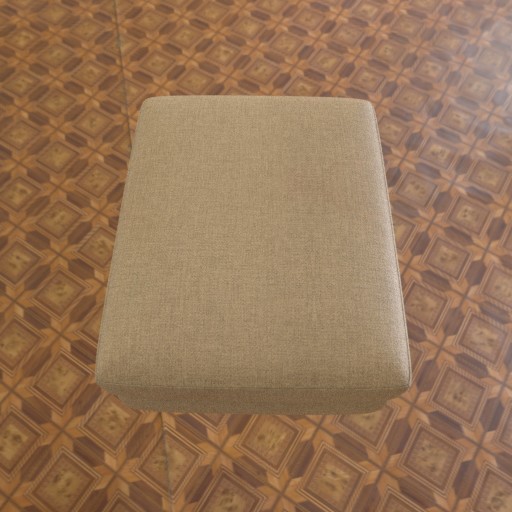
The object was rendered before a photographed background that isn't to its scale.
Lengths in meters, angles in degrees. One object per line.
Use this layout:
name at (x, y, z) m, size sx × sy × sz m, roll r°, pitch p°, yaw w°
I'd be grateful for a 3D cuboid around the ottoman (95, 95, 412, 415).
ottoman at (0.000, 0.000, 1.235) m, size 0.671 × 0.490 × 0.820 m, roll 1°, pitch 63°, yaw 0°
